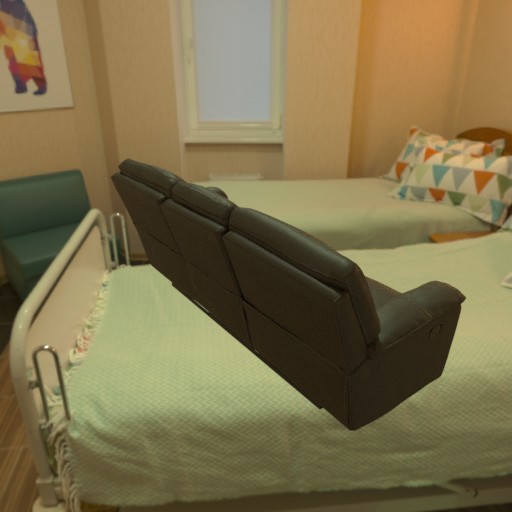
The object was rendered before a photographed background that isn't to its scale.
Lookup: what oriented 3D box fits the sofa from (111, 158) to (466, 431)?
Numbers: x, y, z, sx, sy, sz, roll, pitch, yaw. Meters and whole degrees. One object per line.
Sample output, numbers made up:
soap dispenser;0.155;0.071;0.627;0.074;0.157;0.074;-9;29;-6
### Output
sofa;0.000;0.000;3.150;1.104;1.134;2.627;-17;30;-33
